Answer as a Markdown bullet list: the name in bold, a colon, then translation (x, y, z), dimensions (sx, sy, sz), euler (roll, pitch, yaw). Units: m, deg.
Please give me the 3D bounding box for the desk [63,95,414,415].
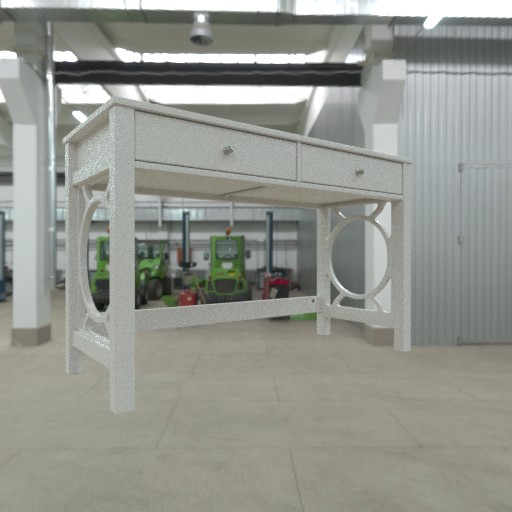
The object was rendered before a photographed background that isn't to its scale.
- **desk**: translation (0.000, 0.000, 1.592), dimensions (1.191, 0.762, 0.504), euler (0, 0, -36)
